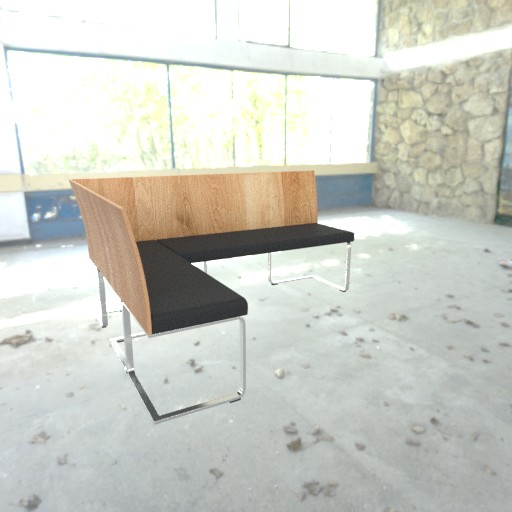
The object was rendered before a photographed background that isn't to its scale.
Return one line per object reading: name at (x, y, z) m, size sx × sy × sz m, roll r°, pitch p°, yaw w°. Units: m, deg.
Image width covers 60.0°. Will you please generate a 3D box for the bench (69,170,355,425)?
bench at (0.000, 0.000, 2.808) m, size 1.945 × 0.930 × 1.495 m, roll -8°, pitch 16°, yaw -28°
